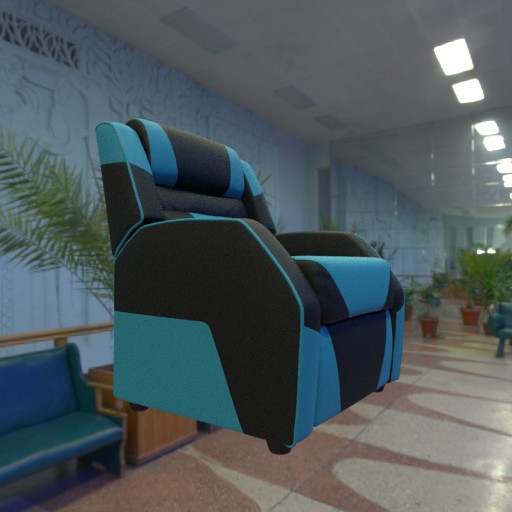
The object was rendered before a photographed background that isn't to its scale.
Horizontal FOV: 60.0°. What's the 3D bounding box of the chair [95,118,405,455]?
[{"bbox_3d":[0.000,0.000,1.269,0.672,0.805,0.620,-1,-1,36],"label":"chair"}]
